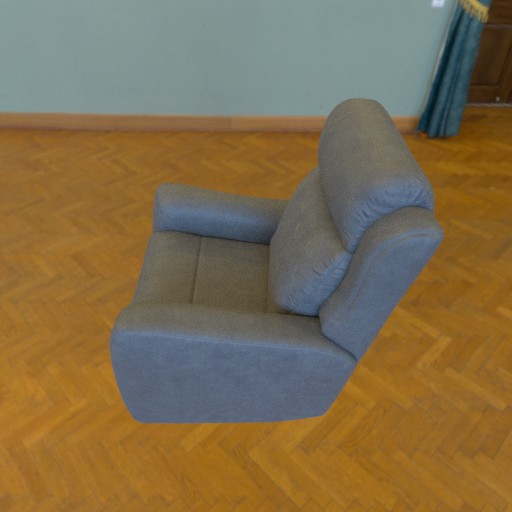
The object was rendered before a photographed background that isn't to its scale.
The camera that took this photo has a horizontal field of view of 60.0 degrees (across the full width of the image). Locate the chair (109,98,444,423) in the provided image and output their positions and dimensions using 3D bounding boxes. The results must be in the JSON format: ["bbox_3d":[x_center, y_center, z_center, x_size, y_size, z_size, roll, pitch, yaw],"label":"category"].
[{"bbox_3d":[0.000,0.000,1.835,1.068,1.116,0.967,0,40,0],"label":"chair"}]
